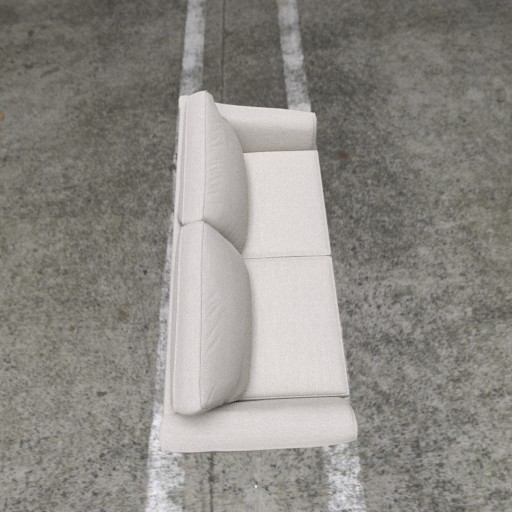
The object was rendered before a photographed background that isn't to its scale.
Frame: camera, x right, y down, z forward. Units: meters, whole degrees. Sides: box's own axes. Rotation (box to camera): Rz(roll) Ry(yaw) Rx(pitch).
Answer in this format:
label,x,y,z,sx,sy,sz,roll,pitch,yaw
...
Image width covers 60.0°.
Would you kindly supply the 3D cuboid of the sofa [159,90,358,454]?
label,x,y,z,sx,sy,sz,roll,pitch,yaw
sofa,0.000,0.000,2.783,0.980,0.965,2.270,-2,63,-1
